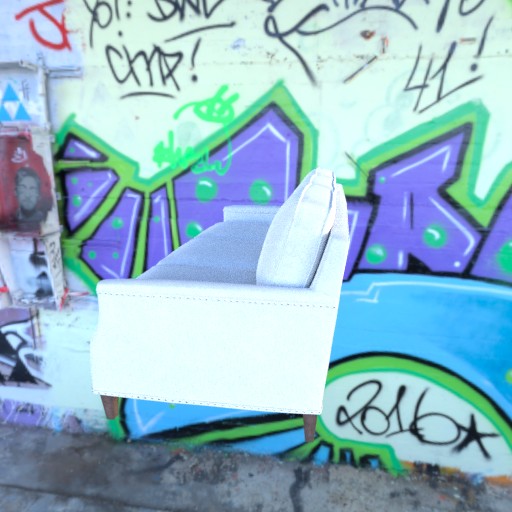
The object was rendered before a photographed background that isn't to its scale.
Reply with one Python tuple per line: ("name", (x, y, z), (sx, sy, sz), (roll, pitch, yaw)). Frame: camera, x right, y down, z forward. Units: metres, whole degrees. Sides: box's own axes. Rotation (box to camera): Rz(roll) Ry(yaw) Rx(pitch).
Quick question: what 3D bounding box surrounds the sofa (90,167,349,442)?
("sofa", (0.000, 0.000, 2.800), (1.084, 1.003, 2.246), (3, 15, 10))
